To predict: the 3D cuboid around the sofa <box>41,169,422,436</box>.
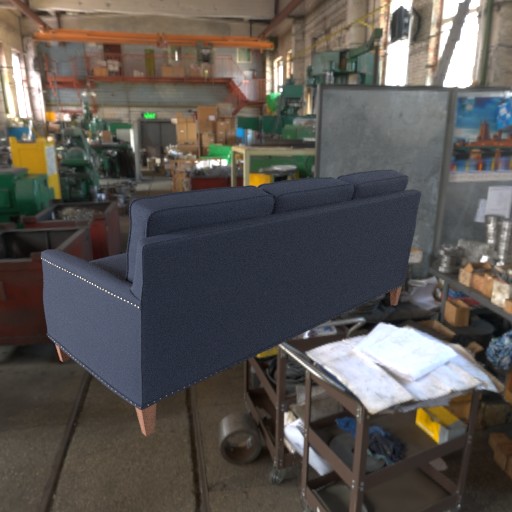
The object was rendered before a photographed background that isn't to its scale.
[{"bbox_3d":[0.000,0.000,2.765,2.246,1.003,1.084,-15,21,-42],"label":"sofa"}]
